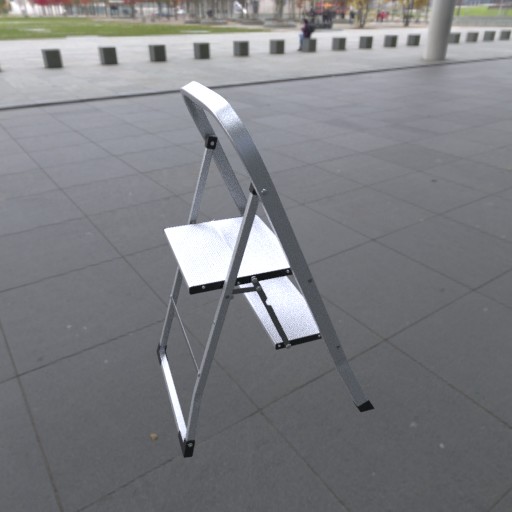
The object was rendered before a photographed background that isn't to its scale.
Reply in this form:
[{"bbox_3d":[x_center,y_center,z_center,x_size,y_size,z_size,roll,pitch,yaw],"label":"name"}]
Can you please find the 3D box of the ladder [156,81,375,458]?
[{"bbox_3d":[0.000,0.000,1.137,0.530,0.830,0.465,-10,31,-18],"label":"ladder"}]
